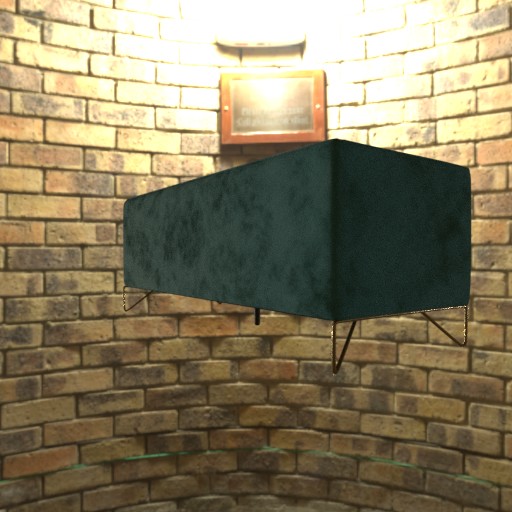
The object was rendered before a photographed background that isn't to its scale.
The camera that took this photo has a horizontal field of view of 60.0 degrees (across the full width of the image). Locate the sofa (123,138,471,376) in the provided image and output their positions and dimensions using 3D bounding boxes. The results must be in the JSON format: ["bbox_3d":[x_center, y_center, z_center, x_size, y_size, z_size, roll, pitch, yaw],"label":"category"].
[{"bbox_3d":[0.000,0.000,2.524,0.867,0.789,2.087,0,0,-36],"label":"sofa"}]
